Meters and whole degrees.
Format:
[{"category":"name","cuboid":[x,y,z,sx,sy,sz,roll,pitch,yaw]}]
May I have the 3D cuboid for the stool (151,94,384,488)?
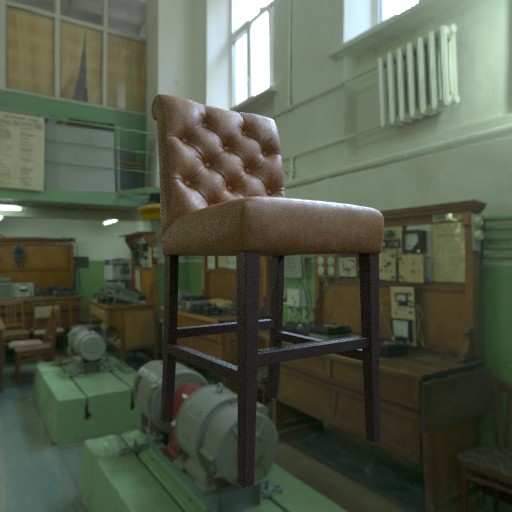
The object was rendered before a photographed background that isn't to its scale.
[{"category":"stool","cuboid":[0.000,0.000,1.353,0.493,1.047,0.601,0,-1,-34]}]
